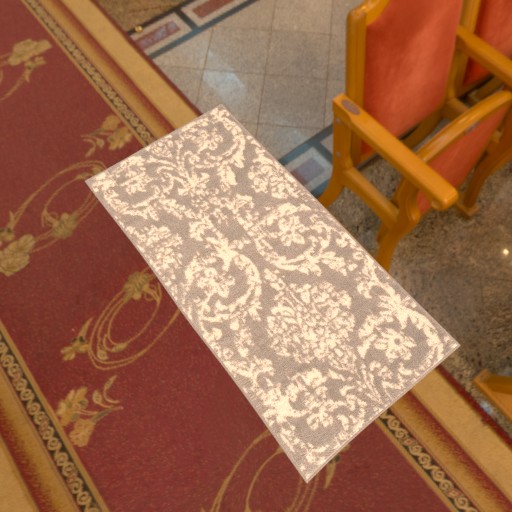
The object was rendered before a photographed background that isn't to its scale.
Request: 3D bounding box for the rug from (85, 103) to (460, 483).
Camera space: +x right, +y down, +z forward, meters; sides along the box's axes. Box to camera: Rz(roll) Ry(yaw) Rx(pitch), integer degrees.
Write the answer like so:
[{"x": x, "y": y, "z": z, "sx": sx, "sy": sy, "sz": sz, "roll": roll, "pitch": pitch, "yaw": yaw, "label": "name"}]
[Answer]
[{"x": 0.000, "y": 0.000, "z": 1.454, "sx": 0.604, "sy": 0.007, "sz": 1.219, "roll": -35, "pitch": 69, "yaw": -15, "label": "rug"}]
